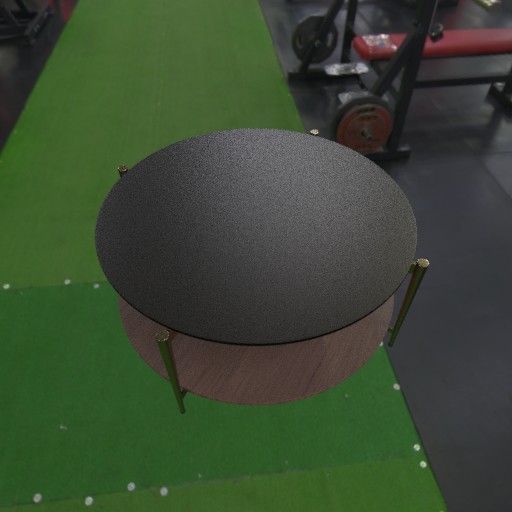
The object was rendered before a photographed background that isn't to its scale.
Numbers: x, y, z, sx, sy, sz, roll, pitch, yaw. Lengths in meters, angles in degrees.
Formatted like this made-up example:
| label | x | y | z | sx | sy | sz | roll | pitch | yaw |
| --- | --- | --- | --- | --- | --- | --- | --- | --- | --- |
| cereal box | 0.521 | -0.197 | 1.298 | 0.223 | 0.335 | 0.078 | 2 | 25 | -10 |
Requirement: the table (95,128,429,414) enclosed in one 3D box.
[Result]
| label | x | y | z | sx | sy | sz | roll | pitch | yaw |
| --- | --- | --- | --- | --- | --- | --- | --- | --- | --- |
| table | 0.000 | 0.000 | 1.473 | 0.938 | 0.400 | 0.938 | -3 | 46 | -3 |
